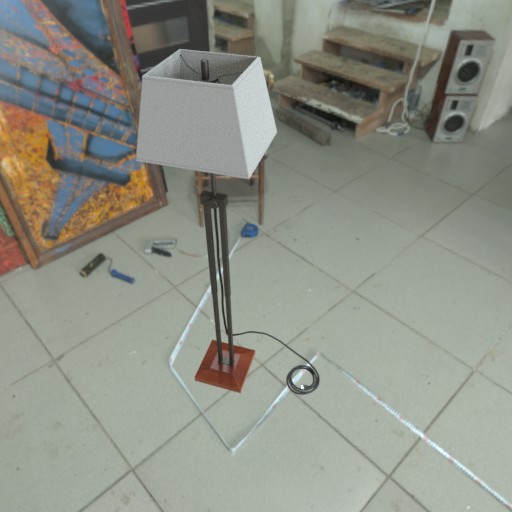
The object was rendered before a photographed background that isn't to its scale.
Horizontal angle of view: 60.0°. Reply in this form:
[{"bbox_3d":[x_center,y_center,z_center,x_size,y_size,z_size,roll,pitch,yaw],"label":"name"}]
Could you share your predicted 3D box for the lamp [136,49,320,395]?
[{"bbox_3d":[0.000,0.000,2.009,0.745,1.712,0.472,12,43,13],"label":"lamp"}]
